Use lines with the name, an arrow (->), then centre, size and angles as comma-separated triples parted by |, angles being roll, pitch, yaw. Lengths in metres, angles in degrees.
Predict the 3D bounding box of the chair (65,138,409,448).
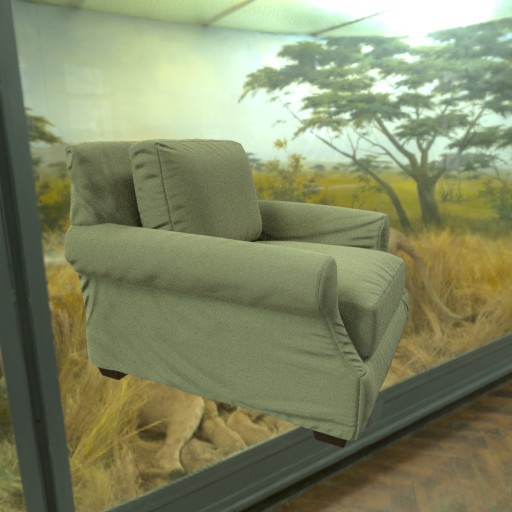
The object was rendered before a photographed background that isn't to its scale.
chair -> 0.000, 0.000, 1.685 | 1.066, 0.866, 0.940 | 7, 16, 25
